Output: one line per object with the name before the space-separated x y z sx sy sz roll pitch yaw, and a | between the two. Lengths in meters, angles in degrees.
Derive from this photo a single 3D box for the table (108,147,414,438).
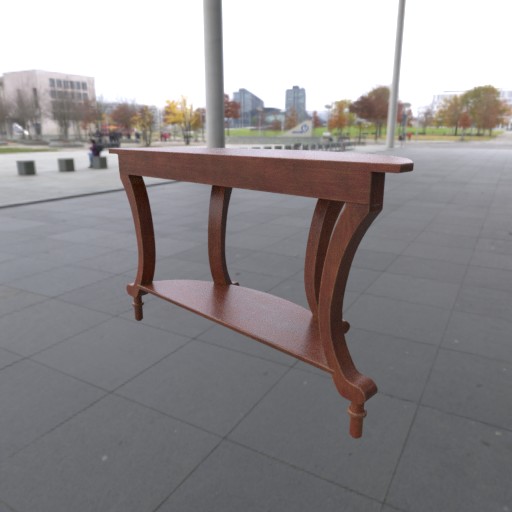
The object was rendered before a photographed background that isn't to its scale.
table | 0.000 0.000 1.523 1.198 0.699 0.394 15 22 42
